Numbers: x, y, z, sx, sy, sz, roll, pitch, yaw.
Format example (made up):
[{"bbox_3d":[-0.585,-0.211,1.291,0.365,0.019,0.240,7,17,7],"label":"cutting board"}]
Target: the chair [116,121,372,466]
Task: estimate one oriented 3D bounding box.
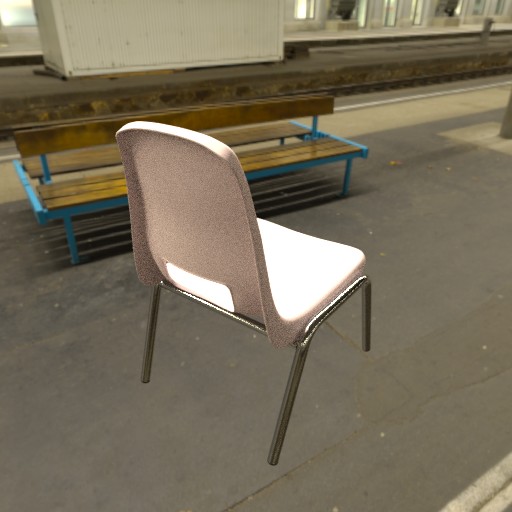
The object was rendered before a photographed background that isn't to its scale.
[{"bbox_3d":[0.000,0.000,0.801,0.354,0.537,0.385,20,35,30],"label":"chair"}]
